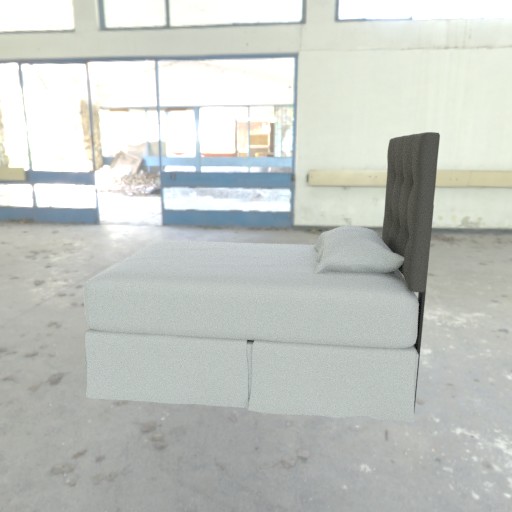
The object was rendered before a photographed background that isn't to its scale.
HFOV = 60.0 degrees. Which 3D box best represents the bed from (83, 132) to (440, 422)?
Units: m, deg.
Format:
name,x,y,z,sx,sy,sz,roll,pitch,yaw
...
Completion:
name,x,y,z,sx,sy,sz,roll,pitch,yaw
bed,0.000,0.000,2.997,1.997,1.571,1.261,2,14,8
